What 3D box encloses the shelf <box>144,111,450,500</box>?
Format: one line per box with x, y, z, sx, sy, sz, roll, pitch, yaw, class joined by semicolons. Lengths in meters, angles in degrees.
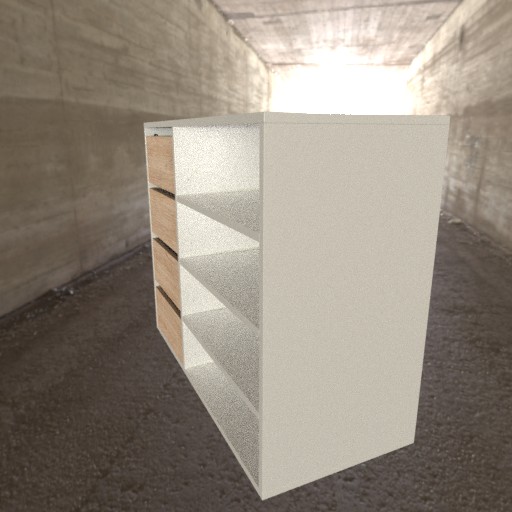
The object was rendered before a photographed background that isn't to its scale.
0.000;0.000;1.249;0.396;0.732;0.895;-7;17;-24;shelf
